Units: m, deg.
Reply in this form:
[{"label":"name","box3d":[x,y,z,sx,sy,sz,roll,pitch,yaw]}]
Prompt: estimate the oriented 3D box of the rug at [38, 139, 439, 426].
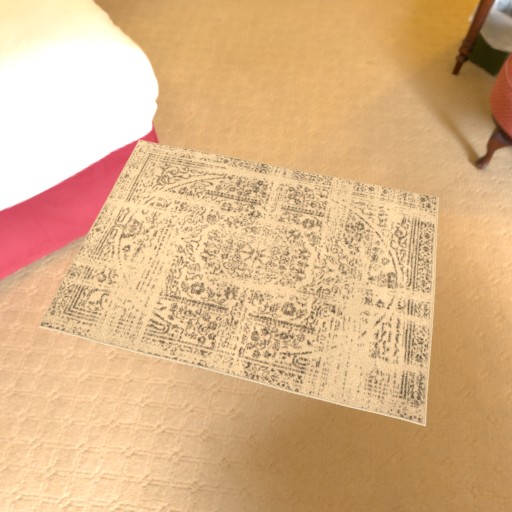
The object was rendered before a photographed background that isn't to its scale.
[{"label":"rug","box3d":[0.000,0.000,3.084,2.438,0.026,1.706,12,60,7]}]
